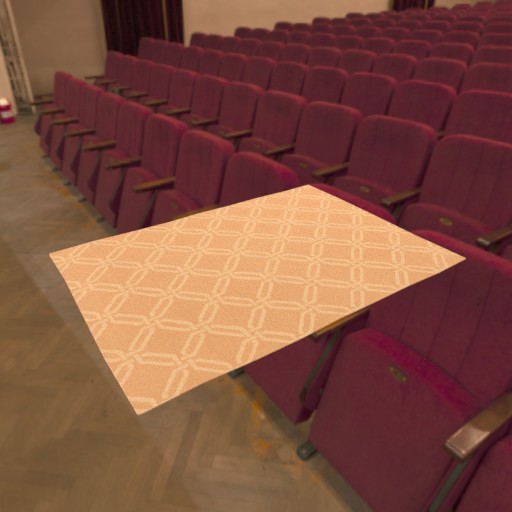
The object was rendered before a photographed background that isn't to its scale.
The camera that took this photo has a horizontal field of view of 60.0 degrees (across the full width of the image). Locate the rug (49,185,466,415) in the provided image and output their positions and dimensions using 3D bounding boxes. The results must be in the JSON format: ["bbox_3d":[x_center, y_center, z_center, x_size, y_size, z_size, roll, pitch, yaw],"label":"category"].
[{"bbox_3d":[0.000,0.000,2.757,2.135,0.013,1.524,-19,35,-29],"label":"rug"}]
